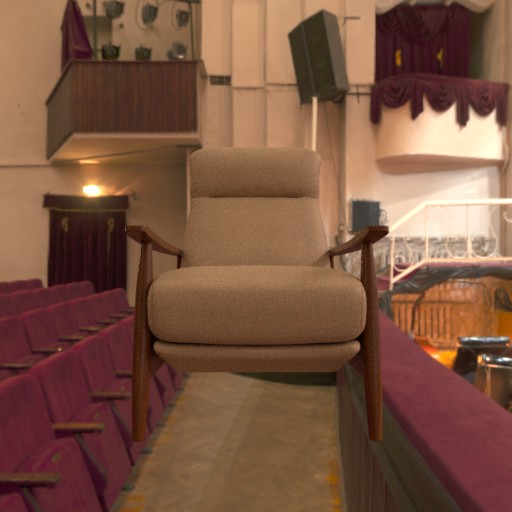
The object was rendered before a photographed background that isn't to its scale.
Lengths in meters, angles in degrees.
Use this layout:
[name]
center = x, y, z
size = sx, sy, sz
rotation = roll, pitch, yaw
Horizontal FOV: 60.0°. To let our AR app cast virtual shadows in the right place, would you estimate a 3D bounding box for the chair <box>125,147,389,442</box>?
[chair]
center = 0.000, 0.000, 1.781
size = 0.762, 1.082, 1.030
rotation = 0, 0, 0
